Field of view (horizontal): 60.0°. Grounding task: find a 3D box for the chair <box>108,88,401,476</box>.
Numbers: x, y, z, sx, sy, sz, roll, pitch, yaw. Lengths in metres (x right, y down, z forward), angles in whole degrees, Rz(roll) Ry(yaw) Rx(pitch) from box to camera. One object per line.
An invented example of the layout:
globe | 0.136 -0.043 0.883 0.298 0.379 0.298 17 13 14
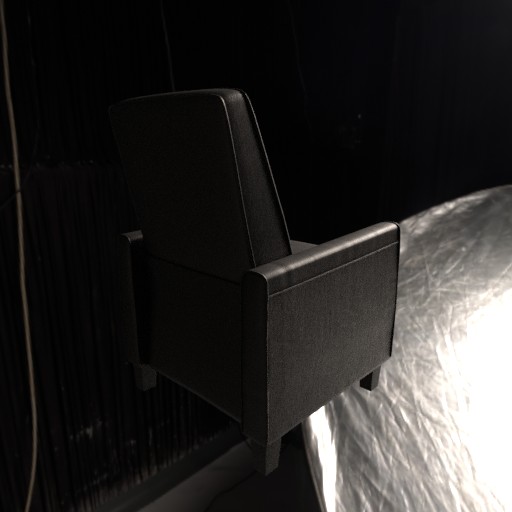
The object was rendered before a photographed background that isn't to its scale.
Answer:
chair | 0.000 0.000 1.514 0.705 1.013 0.746 14 20 42
